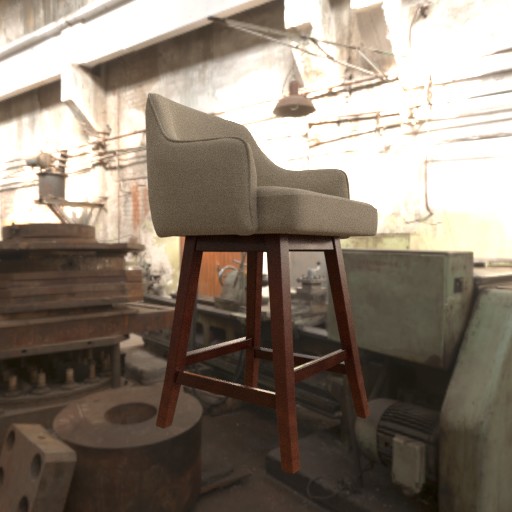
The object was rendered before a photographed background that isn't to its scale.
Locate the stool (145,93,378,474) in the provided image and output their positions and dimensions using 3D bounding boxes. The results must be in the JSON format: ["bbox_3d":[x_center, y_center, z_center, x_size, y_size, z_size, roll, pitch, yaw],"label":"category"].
[{"bbox_3d":[0.000,0.000,1.266,0.560,0.936,0.550,1,1,37],"label":"stool"}]
